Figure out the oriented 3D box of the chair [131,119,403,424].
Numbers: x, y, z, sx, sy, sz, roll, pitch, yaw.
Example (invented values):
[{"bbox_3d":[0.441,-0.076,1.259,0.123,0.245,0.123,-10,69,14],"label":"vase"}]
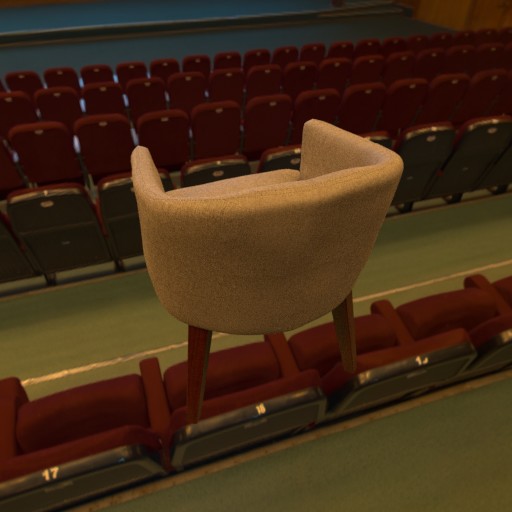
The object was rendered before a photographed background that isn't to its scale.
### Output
[{"bbox_3d":[0.000,0.000,1.219,0.583,0.811,0.655,-13,43,-14],"label":"chair"}]
